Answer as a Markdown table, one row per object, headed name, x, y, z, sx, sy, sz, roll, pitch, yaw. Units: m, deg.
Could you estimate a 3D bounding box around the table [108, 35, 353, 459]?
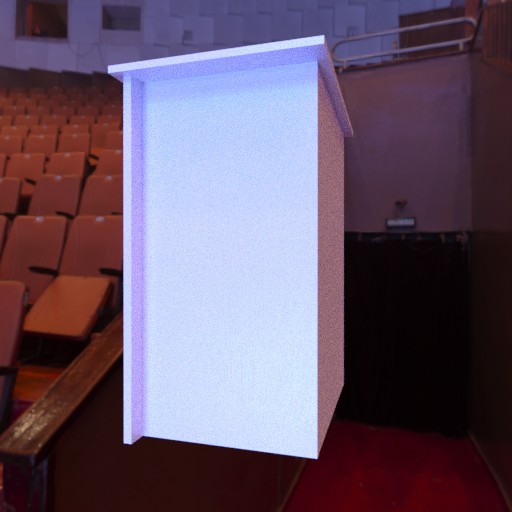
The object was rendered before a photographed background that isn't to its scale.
| name | x | y | z | sx | sy | sz | roll | pitch | yaw |
| --- | --- | --- | --- | --- | --- | --- | --- | --- | --- |
| table | 0.000 | 0.000 | 1.053 | 0.406 | 0.711 | 0.589 | 0 | 0 | 17 |
